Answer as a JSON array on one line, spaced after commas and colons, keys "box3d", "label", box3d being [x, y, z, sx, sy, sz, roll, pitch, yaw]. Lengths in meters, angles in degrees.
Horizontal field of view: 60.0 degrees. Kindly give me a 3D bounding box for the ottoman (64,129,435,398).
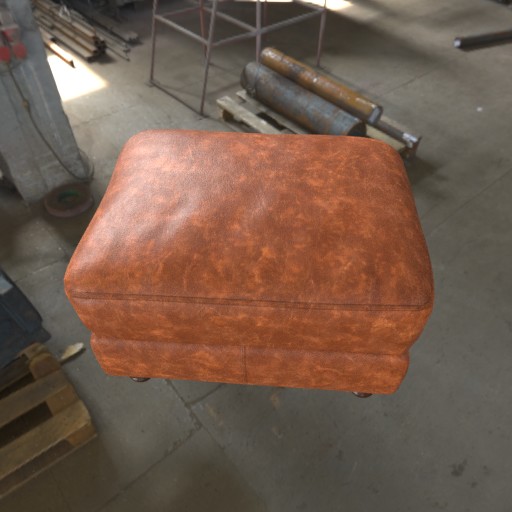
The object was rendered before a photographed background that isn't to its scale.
[{"box3d": [0.000, 0.000, 1.256, 0.832, 0.562, 0.657, 3, 47, 3], "label": "ottoman"}]
